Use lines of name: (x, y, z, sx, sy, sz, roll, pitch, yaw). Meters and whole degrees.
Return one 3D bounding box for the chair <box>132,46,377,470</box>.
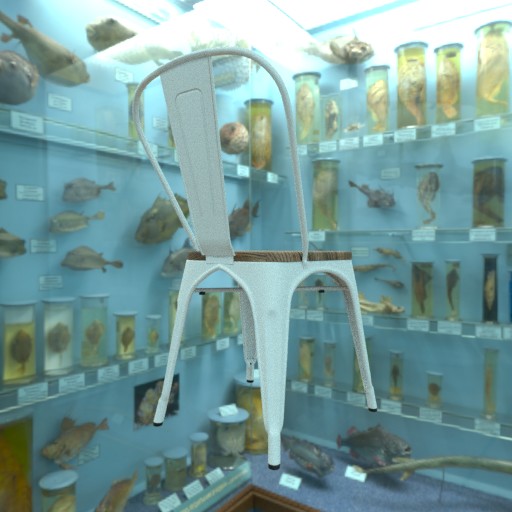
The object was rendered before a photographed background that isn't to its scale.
chair: (0.000, 0.000, 1.141, 0.452, 0.851, 0.521, 1, 1, 37)
